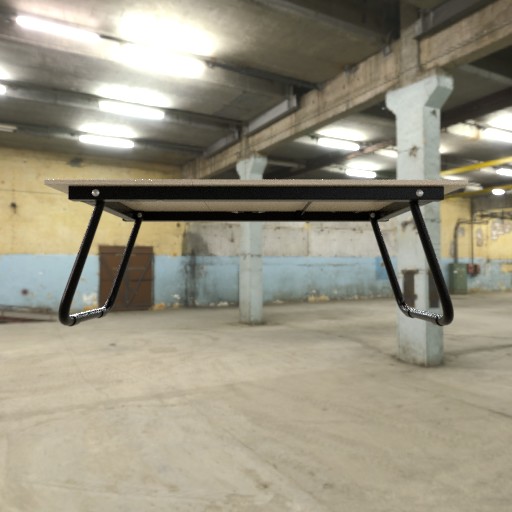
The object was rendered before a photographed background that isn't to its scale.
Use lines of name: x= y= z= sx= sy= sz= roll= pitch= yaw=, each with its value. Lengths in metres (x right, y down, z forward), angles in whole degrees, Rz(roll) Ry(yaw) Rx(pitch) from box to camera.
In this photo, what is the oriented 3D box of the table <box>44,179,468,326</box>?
table: x=0.000 y=0.000 z=0.826 sx=0.644 sy=0.242 sz=0.322 roll=0 pitch=-2 yaw=0
